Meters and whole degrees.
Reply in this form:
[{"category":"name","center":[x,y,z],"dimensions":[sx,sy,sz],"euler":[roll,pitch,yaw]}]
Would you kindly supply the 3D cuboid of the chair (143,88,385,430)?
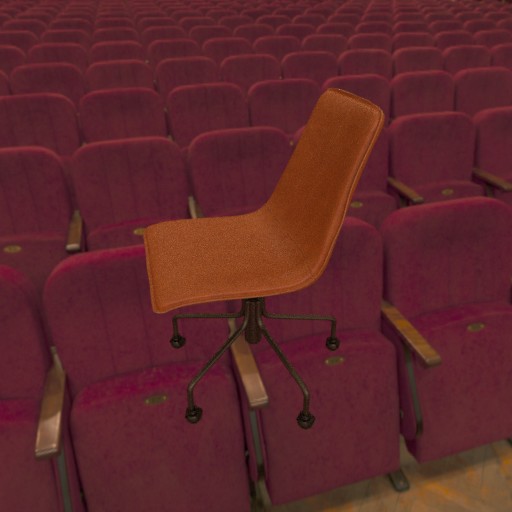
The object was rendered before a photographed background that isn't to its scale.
[{"category":"chair","center":[0.000,0.000,1.375],"dimensions":[0.660,0.920,0.651],"euler":[-8,32,-13]}]
